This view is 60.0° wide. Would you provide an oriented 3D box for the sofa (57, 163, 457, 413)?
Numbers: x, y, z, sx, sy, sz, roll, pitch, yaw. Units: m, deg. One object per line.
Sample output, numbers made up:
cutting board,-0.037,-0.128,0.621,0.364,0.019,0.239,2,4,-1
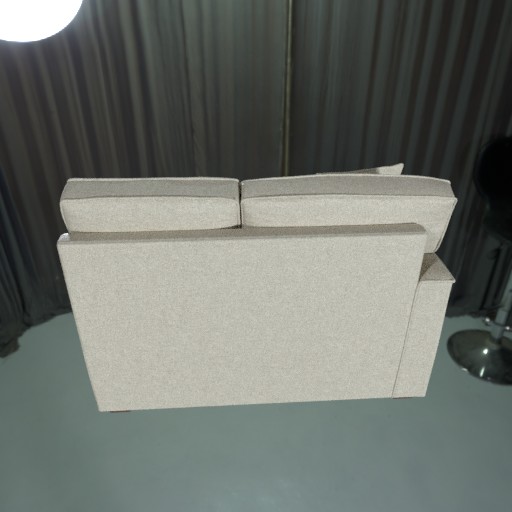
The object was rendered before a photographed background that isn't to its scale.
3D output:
sofa,0.000,0.000,2.031,1.388,0.989,0.991,-2,29,-3
